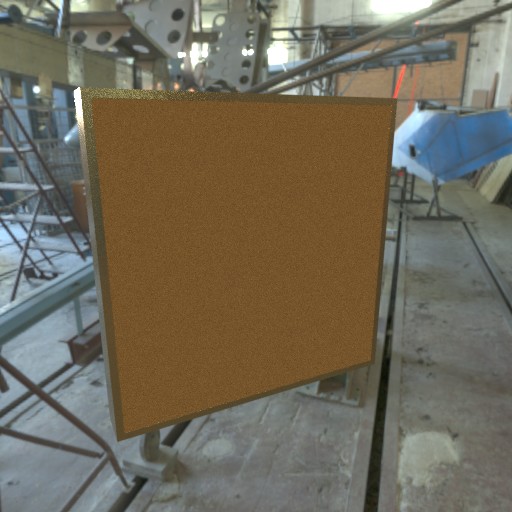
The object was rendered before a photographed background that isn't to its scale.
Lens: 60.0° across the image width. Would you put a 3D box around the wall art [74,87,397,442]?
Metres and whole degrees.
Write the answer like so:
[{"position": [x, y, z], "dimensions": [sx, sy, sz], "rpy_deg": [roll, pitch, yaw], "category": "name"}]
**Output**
[{"position": [0.000, 0.000, 0.445], "dimensions": [0.304, 0.304, 0.038], "rpy_deg": [-8, 18, -26], "category": "wall art"}]
